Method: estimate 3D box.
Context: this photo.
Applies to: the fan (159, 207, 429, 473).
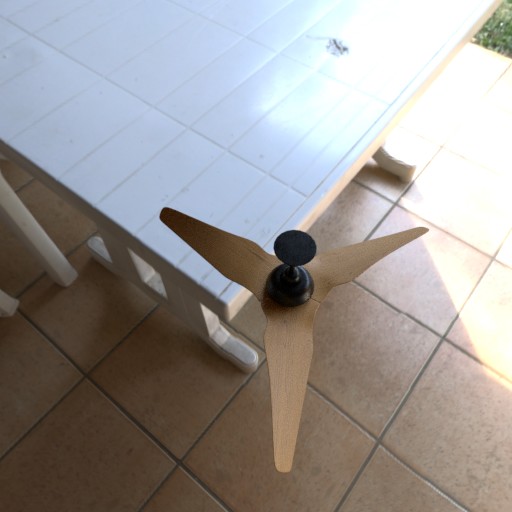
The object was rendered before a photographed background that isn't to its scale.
[{"bbox_3d":[0.000,0.000,1.672,1.010,0.355,1.142,29,62,17],"label":"fan"}]
